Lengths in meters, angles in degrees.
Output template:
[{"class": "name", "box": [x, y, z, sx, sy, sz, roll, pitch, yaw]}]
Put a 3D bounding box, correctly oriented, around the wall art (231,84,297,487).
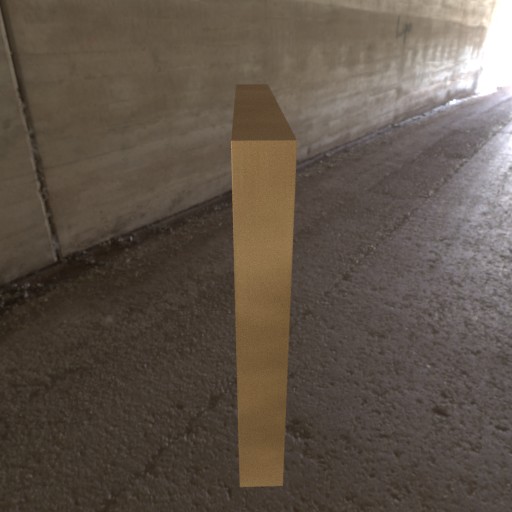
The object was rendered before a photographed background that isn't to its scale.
[{"class": "wall art", "box": [0.000, 0.000, 0.460, 0.038, 0.303, 0.305, -1, 27, -2]}]
